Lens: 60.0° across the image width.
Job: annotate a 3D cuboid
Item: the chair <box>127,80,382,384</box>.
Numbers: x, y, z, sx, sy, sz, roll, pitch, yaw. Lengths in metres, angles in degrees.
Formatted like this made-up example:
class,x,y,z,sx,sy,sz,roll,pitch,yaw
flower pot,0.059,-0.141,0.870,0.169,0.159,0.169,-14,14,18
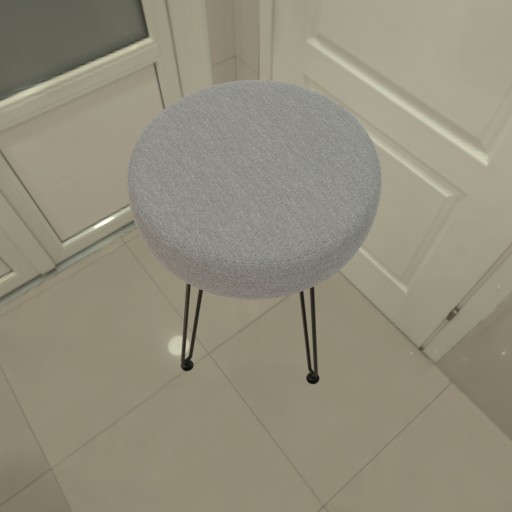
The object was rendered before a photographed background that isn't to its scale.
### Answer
class,x,y,z,sx,sy,sz,roll,pitch,yaw
chair,0.000,0.000,0.687,0.350,0.440,0.350,-34,64,-19
